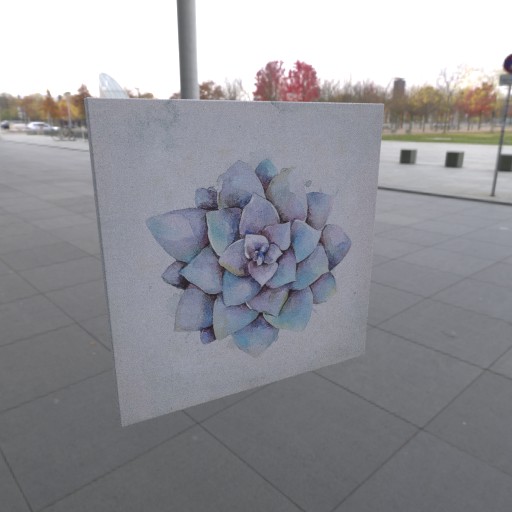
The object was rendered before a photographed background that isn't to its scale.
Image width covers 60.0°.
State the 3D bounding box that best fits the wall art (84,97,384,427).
[{"bbox_3d":[0.000,0.000,1.156,0.762,0.762,0.038,-9,19,-26],"label":"wall art"}]
